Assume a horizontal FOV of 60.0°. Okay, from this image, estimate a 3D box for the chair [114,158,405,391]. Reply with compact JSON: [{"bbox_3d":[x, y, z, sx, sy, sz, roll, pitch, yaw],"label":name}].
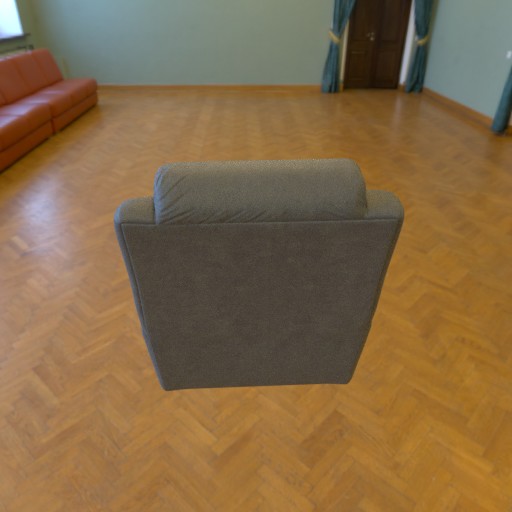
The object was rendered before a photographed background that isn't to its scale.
[{"bbox_3d":[0.000,0.000,1.961,0.967,1.116,1.068,-1,30,-2],"label":"chair"}]
